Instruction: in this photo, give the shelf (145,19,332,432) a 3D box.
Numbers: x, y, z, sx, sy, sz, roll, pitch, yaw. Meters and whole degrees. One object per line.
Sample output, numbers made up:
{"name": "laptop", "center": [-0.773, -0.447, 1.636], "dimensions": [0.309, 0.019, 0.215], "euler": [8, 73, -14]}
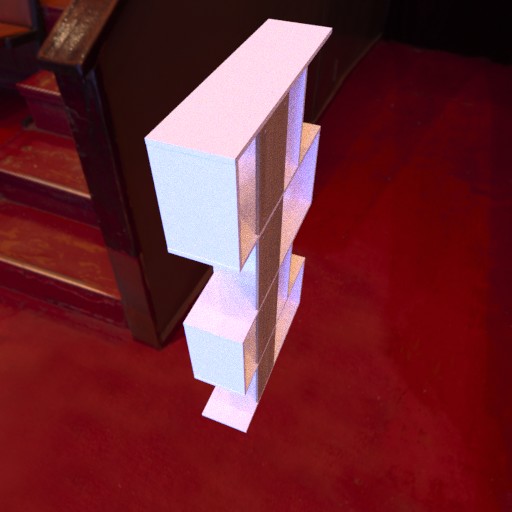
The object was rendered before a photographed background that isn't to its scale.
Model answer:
{"name": "shelf", "center": [0.000, 0.000, 1.969], "dimensions": [0.250, 1.650, 0.890], "euler": [16, 49, 15]}
